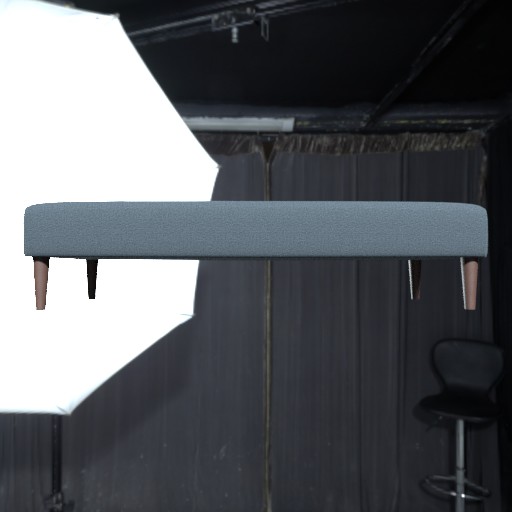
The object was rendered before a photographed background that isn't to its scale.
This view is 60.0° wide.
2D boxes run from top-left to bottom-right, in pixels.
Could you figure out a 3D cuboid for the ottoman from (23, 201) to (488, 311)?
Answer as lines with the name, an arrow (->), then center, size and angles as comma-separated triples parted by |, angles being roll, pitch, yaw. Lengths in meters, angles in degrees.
ottoman -> 0.000, 0.000, 1.820 | 1.609, 0.393, 0.646 | 0, -2, -1
